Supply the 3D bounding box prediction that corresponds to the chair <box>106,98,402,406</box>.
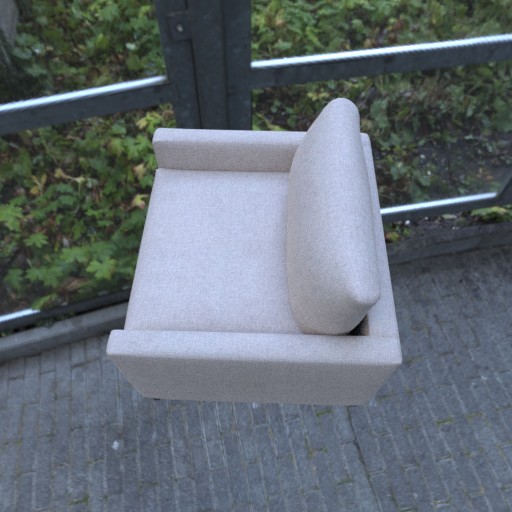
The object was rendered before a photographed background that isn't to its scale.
[{"bbox_3d":[0.000,0.000,1.658,0.866,0.861,0.963,2,58,1],"label":"chair"}]
